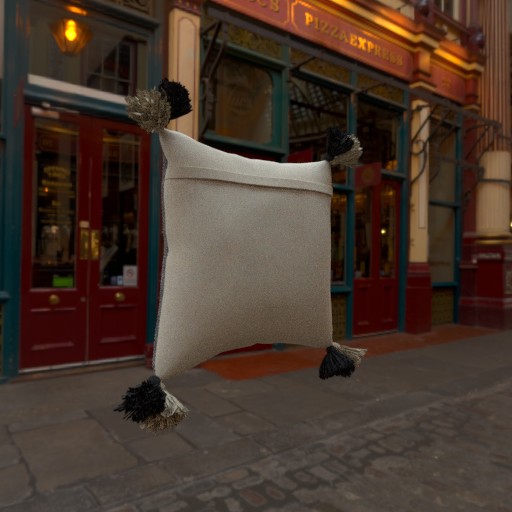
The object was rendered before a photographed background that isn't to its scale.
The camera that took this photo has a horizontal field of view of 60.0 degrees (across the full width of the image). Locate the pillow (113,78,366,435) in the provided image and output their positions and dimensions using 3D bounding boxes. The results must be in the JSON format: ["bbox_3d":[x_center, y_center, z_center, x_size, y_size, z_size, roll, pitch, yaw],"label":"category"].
[{"bbox_3d":[0.000,0.000,0.984,0.654,0.659,0.170,1,-1,-37],"label":"pillow"}]
